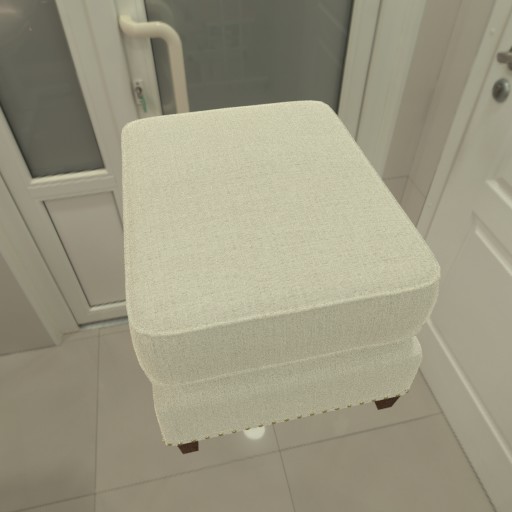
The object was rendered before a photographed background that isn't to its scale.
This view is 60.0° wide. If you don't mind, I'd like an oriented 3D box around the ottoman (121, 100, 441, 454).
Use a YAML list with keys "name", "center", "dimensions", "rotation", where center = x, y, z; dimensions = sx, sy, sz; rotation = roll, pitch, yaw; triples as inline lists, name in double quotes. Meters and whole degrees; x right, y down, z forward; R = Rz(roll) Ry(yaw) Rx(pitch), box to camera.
- name: "ottoman"
  center: [0.000, 0.000, 1.125]
  dimensions: [0.589, 0.537, 0.738]
  rotation: [-9, 47, -9]
